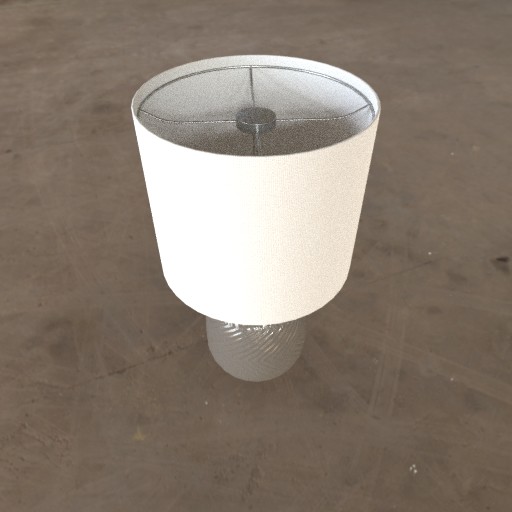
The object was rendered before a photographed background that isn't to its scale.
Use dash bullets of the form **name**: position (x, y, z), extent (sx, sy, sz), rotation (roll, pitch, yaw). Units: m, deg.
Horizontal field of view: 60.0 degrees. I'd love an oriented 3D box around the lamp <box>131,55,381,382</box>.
- **lamp**: position (0.000, 0.000, 0.497), extent (0.207, 0.366, 0.207), rotation (-2, 42, -2)
